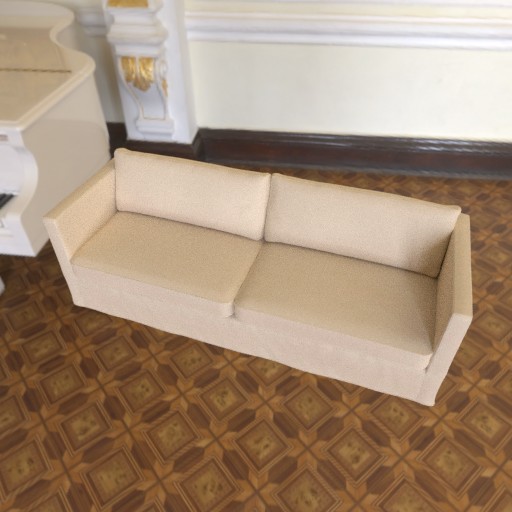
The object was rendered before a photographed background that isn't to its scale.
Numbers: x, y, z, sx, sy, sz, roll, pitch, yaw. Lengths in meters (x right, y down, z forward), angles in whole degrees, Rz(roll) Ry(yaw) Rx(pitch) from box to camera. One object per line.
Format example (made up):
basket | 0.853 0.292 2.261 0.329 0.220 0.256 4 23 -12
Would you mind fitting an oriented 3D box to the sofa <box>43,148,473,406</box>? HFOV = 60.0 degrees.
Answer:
sofa | 0.000 0.000 3.221 2.779 0.999 1.036 13 43 14
